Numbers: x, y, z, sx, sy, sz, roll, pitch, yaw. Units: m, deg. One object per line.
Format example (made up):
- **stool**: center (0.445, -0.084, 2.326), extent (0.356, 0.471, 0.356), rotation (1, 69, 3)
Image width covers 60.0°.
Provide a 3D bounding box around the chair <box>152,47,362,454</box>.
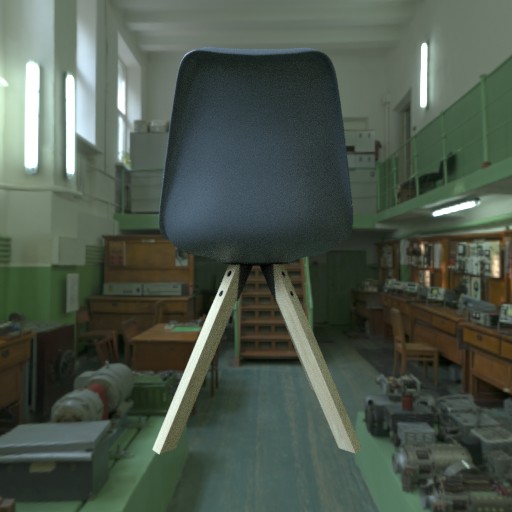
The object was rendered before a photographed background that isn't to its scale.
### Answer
- **chair**: center (0.000, 0.000, 1.157), extent (0.485, 0.850, 0.550), rotation (0, 0, -1)
